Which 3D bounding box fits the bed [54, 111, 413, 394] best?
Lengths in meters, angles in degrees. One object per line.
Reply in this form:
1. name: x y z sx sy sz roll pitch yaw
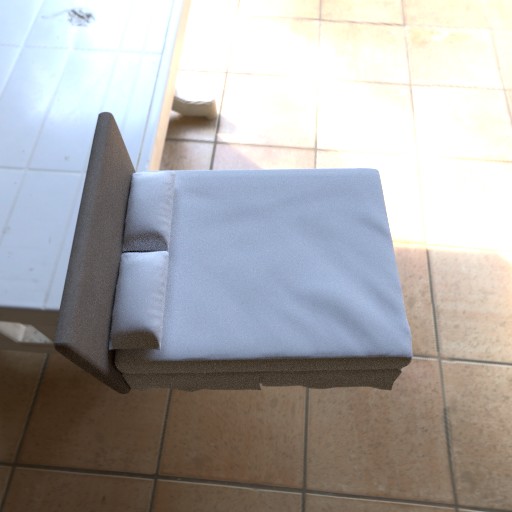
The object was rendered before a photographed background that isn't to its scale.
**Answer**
1. bed: 0.000 0.000 3.223 2.142 1.330 1.723 -1 63 0
